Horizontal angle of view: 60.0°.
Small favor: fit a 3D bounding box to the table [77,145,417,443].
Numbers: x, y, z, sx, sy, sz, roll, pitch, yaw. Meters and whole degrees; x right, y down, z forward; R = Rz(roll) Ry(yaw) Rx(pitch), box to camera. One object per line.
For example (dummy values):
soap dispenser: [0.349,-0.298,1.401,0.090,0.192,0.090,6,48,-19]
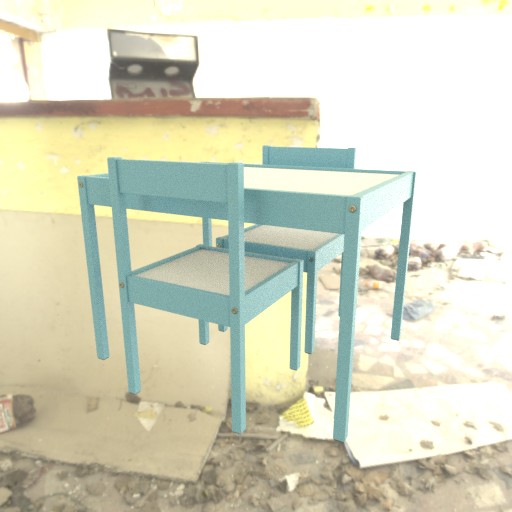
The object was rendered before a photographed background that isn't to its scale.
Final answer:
table: [0.000,0.000,1.093,0.639,0.503,0.633,9,19,28]
